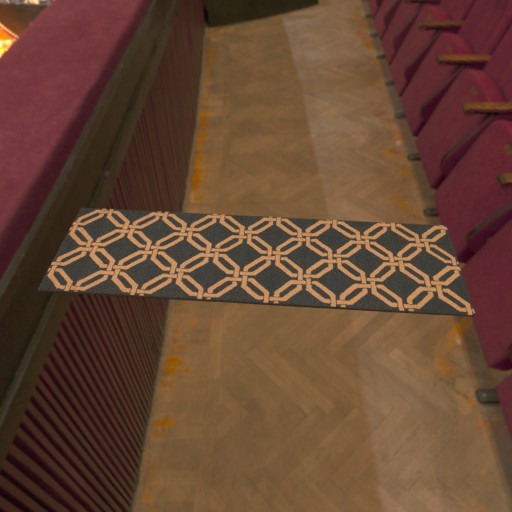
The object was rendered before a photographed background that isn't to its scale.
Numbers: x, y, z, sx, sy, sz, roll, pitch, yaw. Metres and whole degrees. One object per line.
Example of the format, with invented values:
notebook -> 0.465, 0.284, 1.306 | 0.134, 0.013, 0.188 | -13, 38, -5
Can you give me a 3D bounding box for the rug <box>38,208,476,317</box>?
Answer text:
rug -> 0.000, 0.000, 2.524 | 2.276, 0.014, 0.678 | 3, 46, 3
